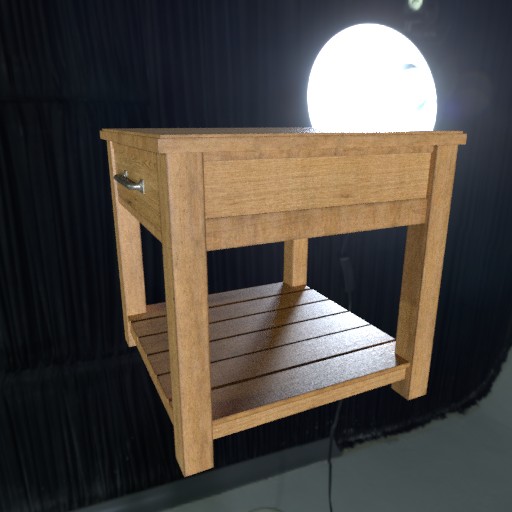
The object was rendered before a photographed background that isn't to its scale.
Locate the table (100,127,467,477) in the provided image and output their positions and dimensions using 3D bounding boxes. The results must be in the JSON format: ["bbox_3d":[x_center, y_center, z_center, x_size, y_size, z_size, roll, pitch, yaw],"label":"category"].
[{"bbox_3d":[0.000,0.000,1.082,0.612,0.593,0.616,-8,19,-25],"label":"table"}]
